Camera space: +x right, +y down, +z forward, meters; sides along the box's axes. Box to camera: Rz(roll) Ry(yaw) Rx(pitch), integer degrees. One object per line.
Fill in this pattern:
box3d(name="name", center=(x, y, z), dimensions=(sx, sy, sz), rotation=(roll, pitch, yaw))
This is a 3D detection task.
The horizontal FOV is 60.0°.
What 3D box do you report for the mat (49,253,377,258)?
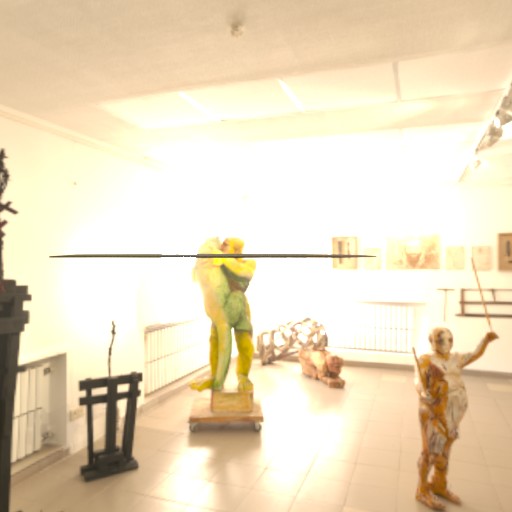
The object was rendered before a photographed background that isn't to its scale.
box3d(name="mat", center=(0.000, 0.000, 1.908), dimensions=(0.918, 0.013, 1.524), rotation=(0, 0, 20))
